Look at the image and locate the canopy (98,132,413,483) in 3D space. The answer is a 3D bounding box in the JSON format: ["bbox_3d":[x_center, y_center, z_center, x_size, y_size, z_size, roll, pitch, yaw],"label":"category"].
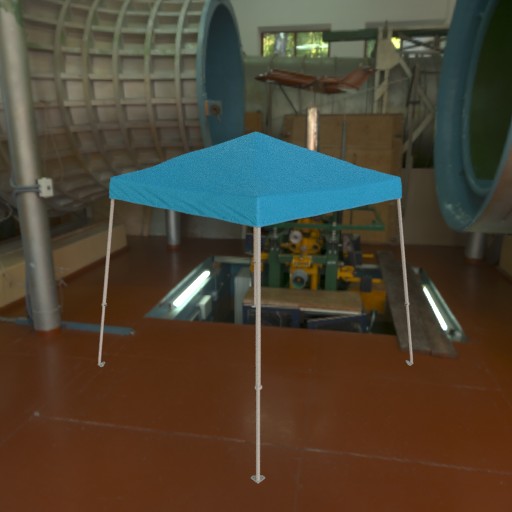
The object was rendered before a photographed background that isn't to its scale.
[{"bbox_3d":[0.000,0.000,5.276,2.849,2.849,2.848,15,21,43],"label":"canopy"}]
